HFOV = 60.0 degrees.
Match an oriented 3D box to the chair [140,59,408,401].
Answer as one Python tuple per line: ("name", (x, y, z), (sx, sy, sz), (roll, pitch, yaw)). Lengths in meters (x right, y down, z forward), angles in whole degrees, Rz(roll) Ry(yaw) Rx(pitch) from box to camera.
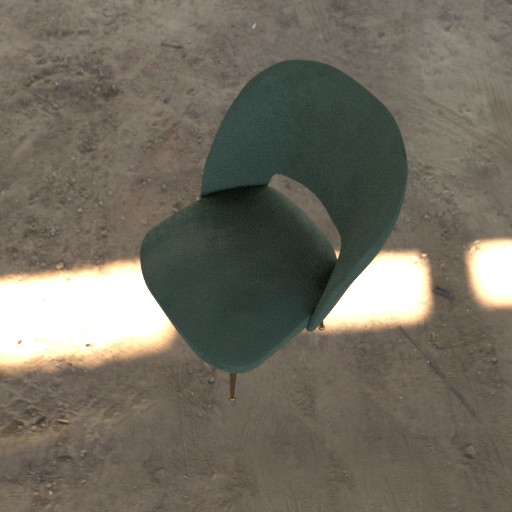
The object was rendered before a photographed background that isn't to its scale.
("chair", (0.000, 0.000, 1.225), (0.577, 0.860, 0.527), (-35, 67, -17))
